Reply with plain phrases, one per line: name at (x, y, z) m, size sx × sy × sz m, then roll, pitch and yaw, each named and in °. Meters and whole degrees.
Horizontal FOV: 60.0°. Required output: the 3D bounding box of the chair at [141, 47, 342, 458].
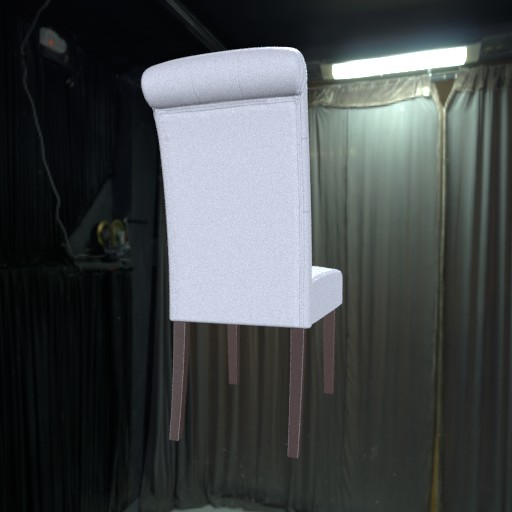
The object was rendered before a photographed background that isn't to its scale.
chair at (0.000, 0.000, 1.370) m, size 0.456 × 1.006 × 0.671 m, roll 0°, pitch 1°, yaw 17°
